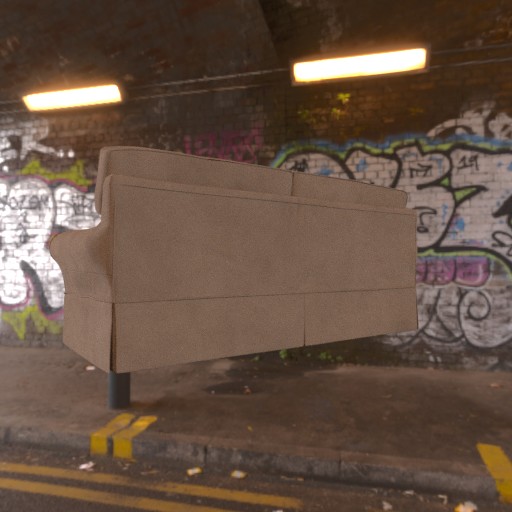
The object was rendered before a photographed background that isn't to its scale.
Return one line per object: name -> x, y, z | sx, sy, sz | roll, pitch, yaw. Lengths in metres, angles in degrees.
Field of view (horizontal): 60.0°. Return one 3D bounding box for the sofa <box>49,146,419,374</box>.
sofa -> 0.000, 0.000, 2.784 | 2.246, 1.014, 0.900 | 1, -1, -36
